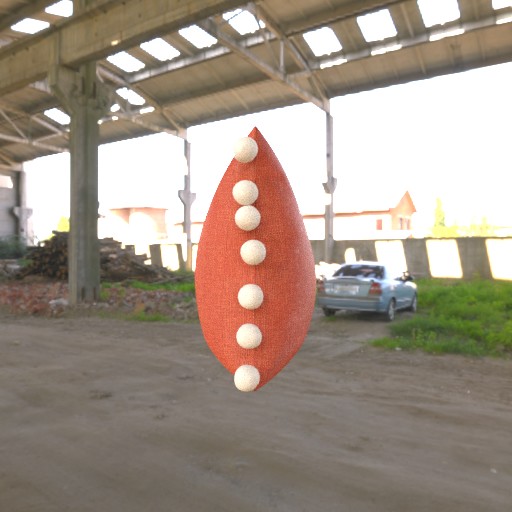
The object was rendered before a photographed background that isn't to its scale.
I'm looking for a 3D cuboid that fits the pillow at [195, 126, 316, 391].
[{"bbox_3d":[0.000,0.000,0.827,0.201,0.322,0.709,0,-1,0],"label":"pillow"}]
